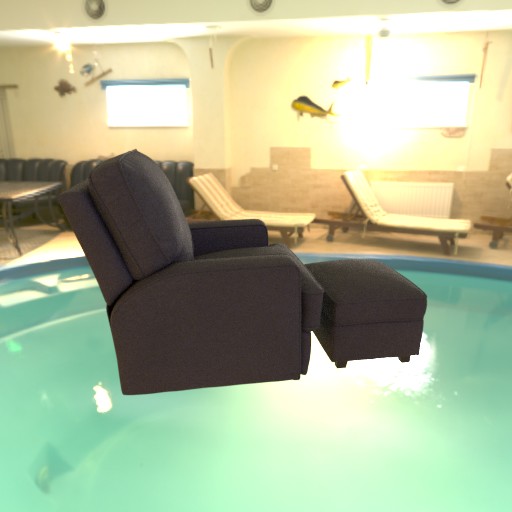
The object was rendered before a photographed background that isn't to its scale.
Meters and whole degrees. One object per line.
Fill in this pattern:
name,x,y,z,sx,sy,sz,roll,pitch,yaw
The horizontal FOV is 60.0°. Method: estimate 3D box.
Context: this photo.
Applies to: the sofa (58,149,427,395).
sofa,0.000,0.000,2.053,1.472,0.959,0.861,-3,17,-8
